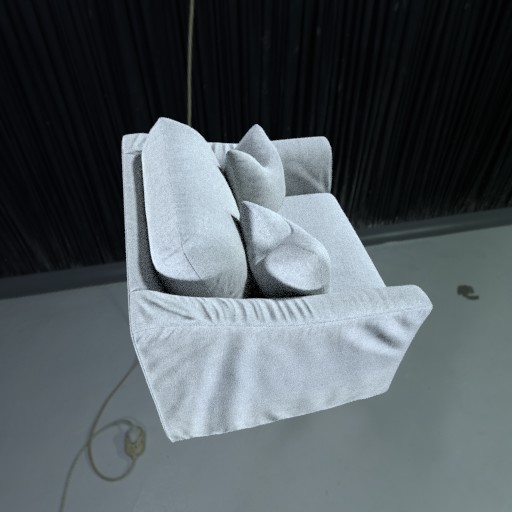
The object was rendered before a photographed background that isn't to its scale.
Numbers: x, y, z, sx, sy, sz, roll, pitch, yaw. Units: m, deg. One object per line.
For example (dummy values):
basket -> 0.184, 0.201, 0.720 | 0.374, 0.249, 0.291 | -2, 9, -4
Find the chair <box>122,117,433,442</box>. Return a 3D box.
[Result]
chair -> 0.000, 0.000, 2.061 | 1.071, 1.059, 1.194 | -10, 47, -9
